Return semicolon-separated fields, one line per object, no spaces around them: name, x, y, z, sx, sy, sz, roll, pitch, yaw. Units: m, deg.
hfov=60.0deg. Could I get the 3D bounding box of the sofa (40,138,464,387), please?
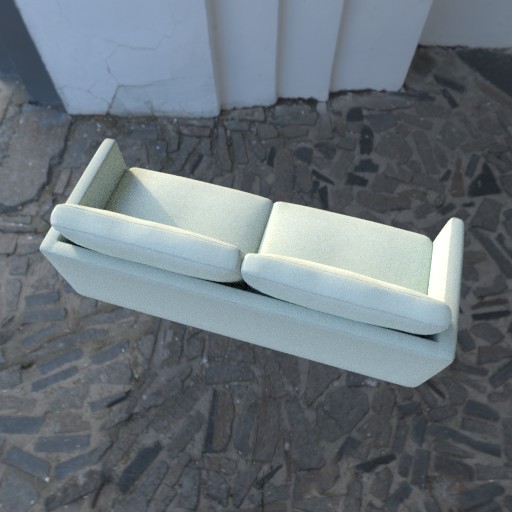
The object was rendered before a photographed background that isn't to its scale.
sofa;0.000;0.000;2.900;2.434;0.965;0.948;14;63;8
